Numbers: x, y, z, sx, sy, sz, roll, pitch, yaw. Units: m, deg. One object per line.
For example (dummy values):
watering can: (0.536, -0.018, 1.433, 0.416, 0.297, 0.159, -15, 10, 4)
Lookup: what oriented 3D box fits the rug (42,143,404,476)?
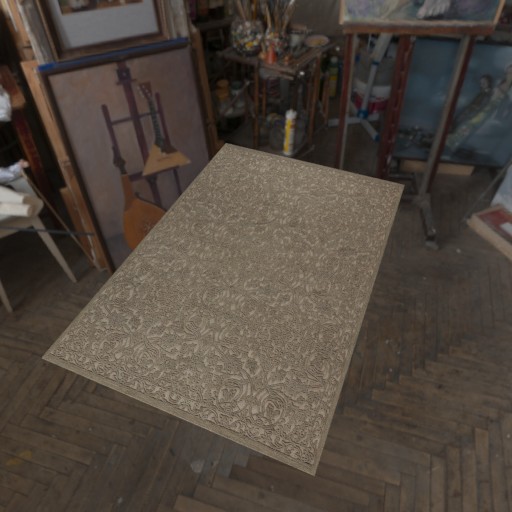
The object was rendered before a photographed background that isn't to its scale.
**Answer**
rug: (0.000, 0.000, 2.317, 1.221, 0.006, 1.827, 17, 48, 16)
